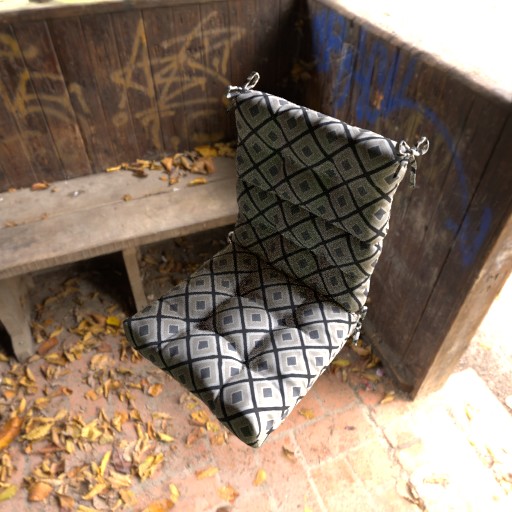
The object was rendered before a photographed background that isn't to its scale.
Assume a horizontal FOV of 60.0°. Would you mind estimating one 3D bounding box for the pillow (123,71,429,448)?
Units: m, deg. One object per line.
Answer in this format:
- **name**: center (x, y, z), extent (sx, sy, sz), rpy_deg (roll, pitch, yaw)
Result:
- **pillow**: center (0.000, 0.000, 1.071), extent (0.519, 0.605, 0.571), rpy_deg (31, 53, 27)
